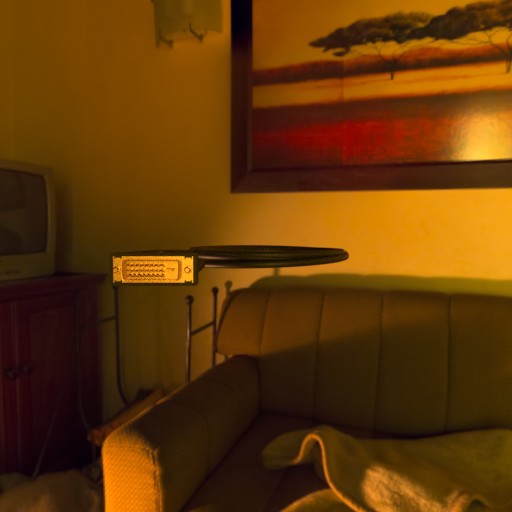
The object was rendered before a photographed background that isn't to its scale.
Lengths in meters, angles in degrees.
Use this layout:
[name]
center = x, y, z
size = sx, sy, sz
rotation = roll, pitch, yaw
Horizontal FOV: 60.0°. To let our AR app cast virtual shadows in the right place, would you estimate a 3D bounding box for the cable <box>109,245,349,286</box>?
[cable]
center = 0.000, 0.000, 0.335
size = 0.136, 0.015, 0.281
rotation = 0, 3, 0
